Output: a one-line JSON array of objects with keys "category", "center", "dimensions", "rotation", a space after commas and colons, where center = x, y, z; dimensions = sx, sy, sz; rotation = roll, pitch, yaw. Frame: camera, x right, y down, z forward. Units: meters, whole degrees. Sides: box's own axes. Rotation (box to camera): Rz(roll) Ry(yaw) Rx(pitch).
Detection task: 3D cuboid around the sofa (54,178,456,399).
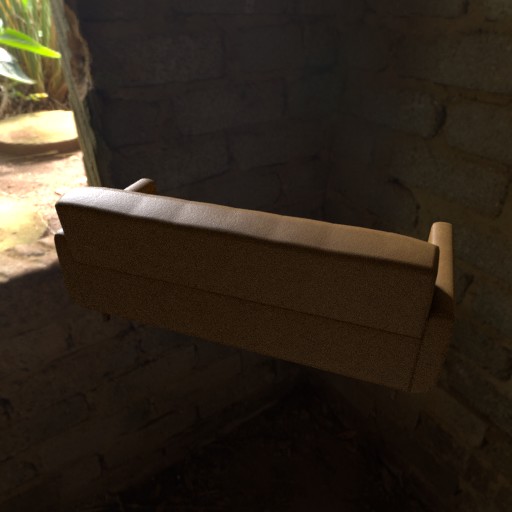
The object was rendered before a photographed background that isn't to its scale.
[{"category": "sofa", "center": [0.000, 0.000, 2.615], "dimensions": [2.137, 0.892, 0.980], "rotation": [11, 33, 17]}]
